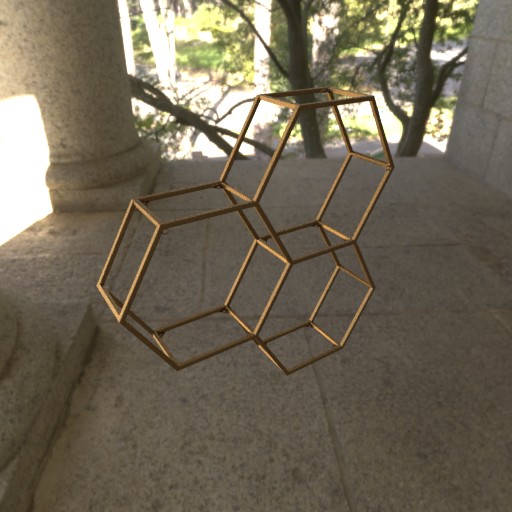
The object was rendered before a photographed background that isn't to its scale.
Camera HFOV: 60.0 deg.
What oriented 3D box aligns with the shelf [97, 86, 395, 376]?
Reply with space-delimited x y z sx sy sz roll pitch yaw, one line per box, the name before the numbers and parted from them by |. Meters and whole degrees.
shelf | 0.000 0.000 1.052 0.708 0.701 0.150 -18 34 -28
